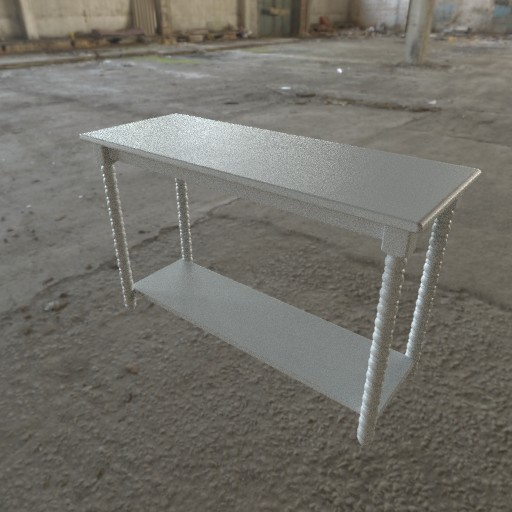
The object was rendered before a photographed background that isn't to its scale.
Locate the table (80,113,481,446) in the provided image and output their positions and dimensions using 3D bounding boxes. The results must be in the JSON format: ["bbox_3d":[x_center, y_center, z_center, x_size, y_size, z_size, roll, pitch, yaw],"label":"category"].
[{"bbox_3d":[0.000,0.000,1.523,1.184,0.740,0.459,21,35,33],"label":"table"}]
